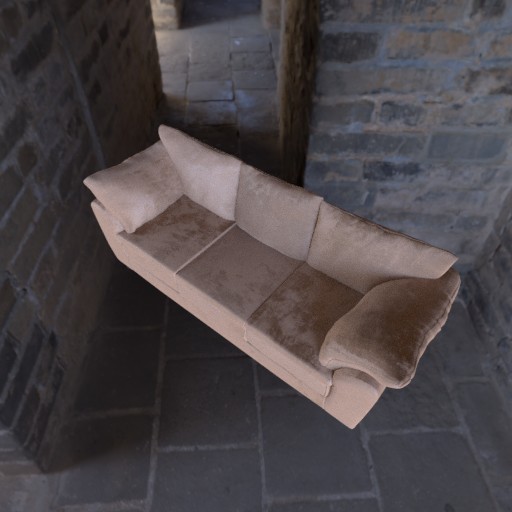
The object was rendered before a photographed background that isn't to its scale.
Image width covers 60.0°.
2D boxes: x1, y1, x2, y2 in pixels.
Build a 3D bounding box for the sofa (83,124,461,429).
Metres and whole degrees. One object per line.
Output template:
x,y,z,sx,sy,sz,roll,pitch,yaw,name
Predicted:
0.000,0.000,2.877,2.377,0.981,0.893,31,53,27,sofa
